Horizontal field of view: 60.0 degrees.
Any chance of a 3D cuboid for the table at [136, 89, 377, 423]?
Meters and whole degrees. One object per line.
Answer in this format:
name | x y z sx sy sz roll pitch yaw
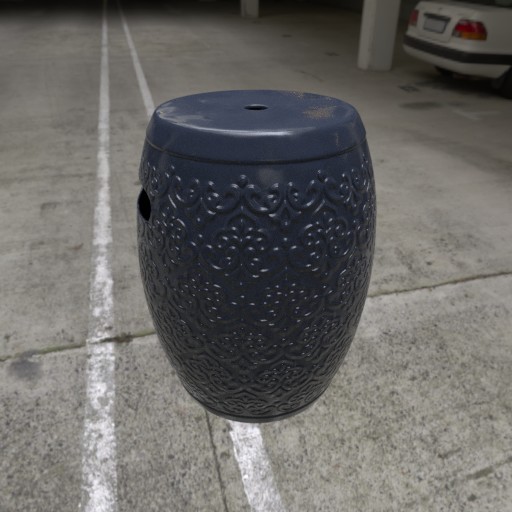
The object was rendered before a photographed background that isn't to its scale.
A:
table | 0.000 0.000 0.606 0.309 0.397 0.309 0 30 0
